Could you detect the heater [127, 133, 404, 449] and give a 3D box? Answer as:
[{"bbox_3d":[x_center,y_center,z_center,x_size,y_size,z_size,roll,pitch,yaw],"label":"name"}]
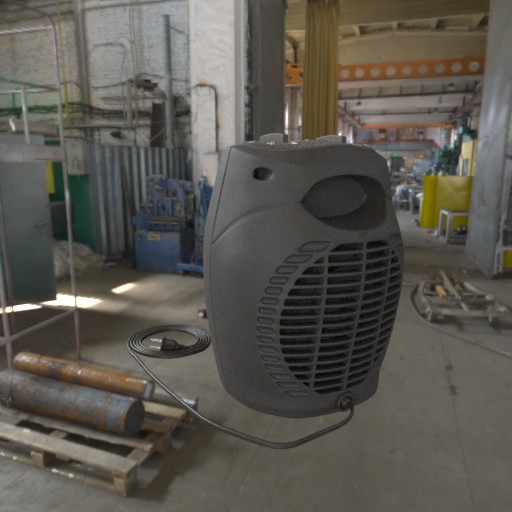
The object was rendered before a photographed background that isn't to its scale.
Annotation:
[{"bbox_3d":[0.000,0.000,0.460,0.239,0.240,0.291,-6,13,-26],"label":"heater"}]
